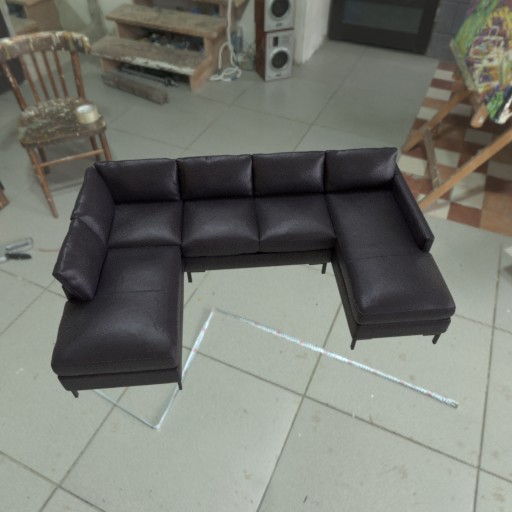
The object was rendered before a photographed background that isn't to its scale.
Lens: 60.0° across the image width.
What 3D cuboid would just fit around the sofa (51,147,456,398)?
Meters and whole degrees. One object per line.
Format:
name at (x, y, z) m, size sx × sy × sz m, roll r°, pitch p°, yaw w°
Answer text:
sofa at (0.000, 0.000, 3.746) m, size 2.956 × 0.900 × 1.939 m, roll -4°, pitch 47°, yaw -3°
